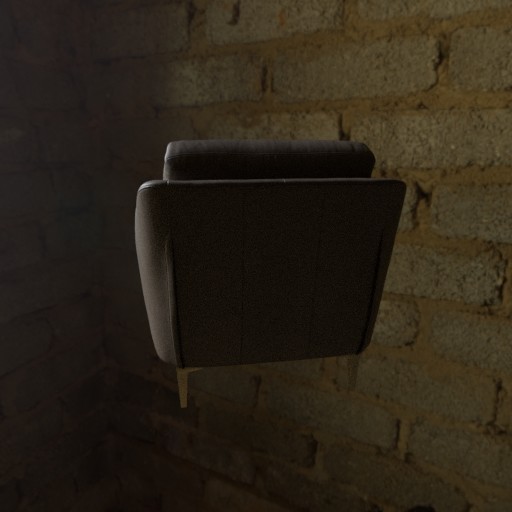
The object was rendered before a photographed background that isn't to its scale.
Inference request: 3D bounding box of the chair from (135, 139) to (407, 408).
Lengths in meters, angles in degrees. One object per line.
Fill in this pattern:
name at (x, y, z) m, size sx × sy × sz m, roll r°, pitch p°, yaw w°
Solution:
chair at (0.000, 0.000, 1.769) m, size 0.988 × 0.901 × 0.961 m, roll -2°, pitch 15°, yaw -9°
